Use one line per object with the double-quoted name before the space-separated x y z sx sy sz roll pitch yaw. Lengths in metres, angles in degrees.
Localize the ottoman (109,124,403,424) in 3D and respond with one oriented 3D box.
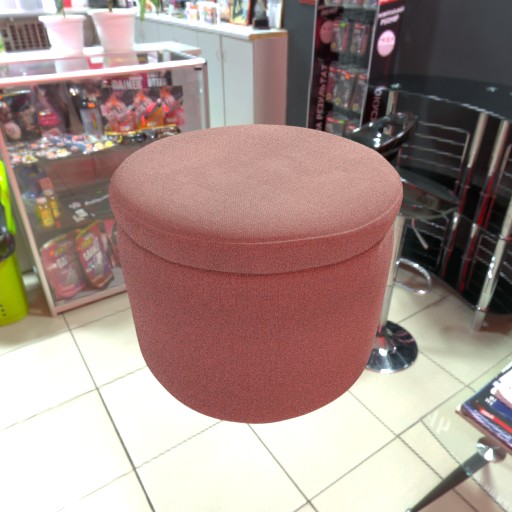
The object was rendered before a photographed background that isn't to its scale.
"ottoman" 0.000 0.000 0.861 0.497 0.409 0.497 0 33 0
